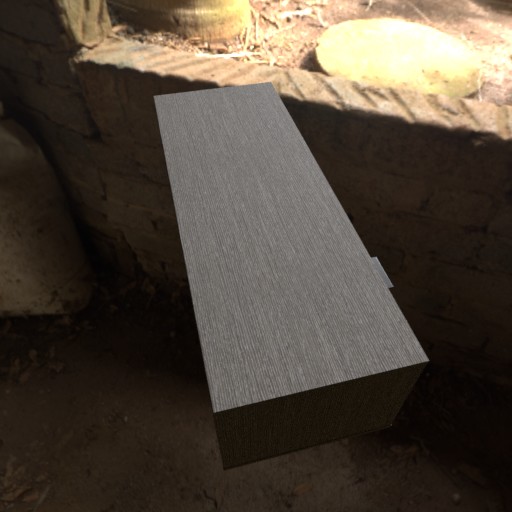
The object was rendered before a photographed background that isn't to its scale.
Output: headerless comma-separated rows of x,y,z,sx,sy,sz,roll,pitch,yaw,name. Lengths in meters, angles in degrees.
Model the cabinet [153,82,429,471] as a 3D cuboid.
0.000,0.000,1.570,0.500,0.599,1.300,-11,49,-9,cabinet
